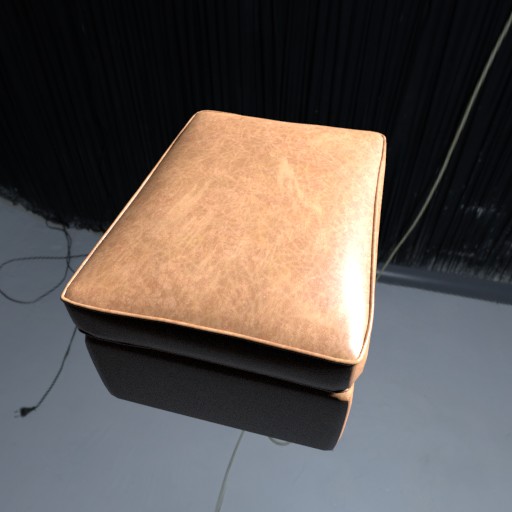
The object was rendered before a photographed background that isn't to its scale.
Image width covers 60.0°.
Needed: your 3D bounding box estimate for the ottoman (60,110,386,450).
[{"bbox_3d":[0.000,0.000,1.116,0.554,0.468,0.756,10,45,10],"label":"ottoman"}]
